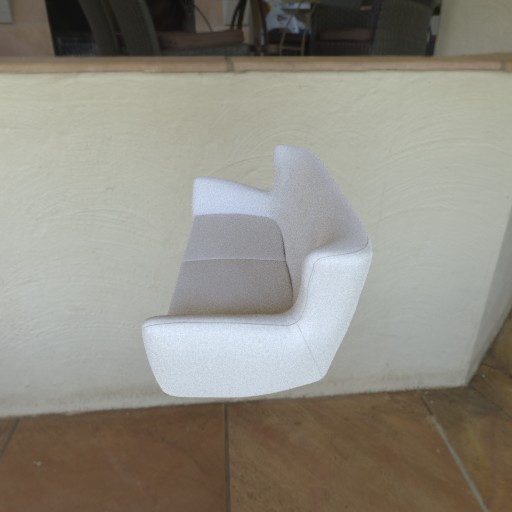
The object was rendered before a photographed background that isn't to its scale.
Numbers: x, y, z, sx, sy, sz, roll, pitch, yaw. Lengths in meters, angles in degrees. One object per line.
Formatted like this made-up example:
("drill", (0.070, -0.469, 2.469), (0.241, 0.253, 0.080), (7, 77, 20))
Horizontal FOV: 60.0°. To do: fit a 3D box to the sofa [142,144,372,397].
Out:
("sofa", (0.000, 0.000, 2.504), (0.899, 0.890, 1.930), (-1, 26, -1))
